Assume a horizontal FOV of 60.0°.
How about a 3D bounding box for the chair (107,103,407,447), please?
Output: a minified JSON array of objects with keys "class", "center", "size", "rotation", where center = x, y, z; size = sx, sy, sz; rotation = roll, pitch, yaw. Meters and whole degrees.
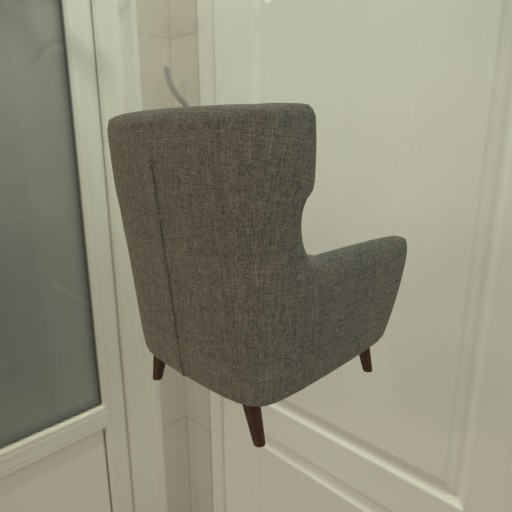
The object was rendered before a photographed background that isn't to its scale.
[{"class":"chair","center":[0.000,0.000,1.731],"size":[0.878,1.063,0.904],"rotation":[14,20,43]}]
